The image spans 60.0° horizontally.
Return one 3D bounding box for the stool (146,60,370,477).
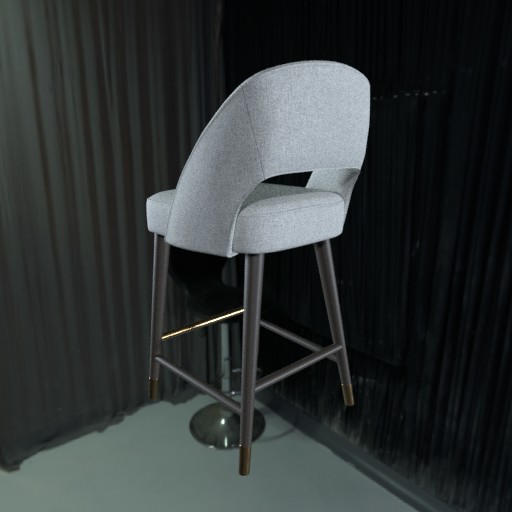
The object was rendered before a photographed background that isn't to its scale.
[{"bbox_3d":[0.000,0.000,1.224,0.494,0.940,0.509,-14,21,-41],"label":"stool"}]
